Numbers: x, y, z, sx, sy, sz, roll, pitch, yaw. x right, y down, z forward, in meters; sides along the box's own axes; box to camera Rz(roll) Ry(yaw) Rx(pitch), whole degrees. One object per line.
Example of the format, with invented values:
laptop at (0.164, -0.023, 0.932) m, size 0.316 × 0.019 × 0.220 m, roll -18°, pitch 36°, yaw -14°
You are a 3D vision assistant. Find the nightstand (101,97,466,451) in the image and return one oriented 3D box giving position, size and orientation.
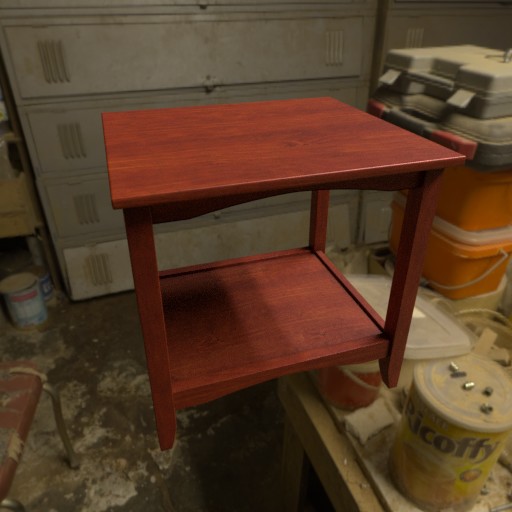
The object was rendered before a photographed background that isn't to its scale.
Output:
nightstand at (0.000, 0.000, 0.993) m, size 0.558 × 0.558 × 0.501 m, roll -10°, pitch 32°, yaw -15°
